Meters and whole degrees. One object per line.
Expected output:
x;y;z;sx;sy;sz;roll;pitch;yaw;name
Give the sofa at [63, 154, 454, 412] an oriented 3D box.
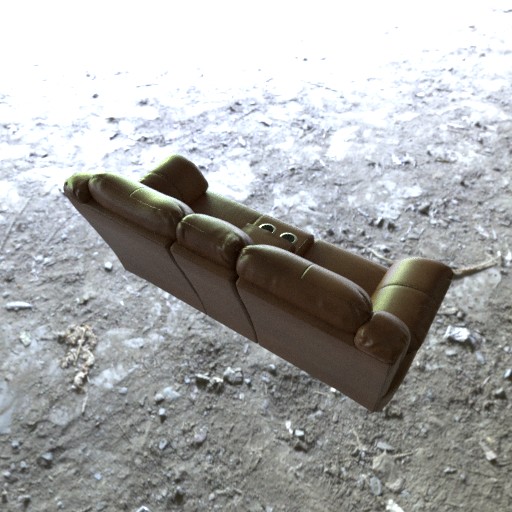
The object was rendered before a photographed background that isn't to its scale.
0.000;0.000;2.633;2.058;1.043;0.991;26;51;23;sofa
